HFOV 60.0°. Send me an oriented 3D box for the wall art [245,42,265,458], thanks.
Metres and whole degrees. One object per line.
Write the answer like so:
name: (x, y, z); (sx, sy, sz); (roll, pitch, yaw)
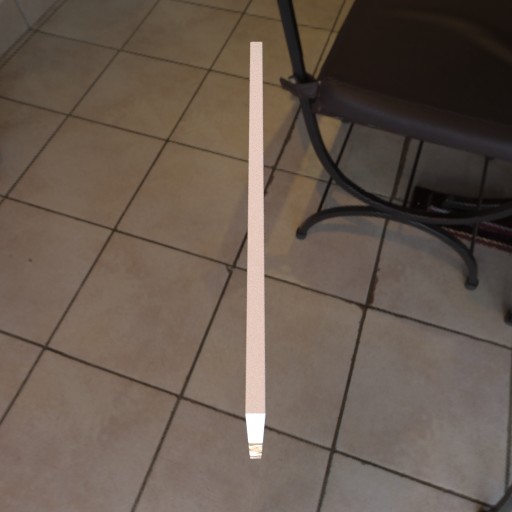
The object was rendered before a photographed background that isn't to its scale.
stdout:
wall art: (0.000, 0.000, 1.943); (0.051, 1.016, 1.520); (0, 60, 0)
